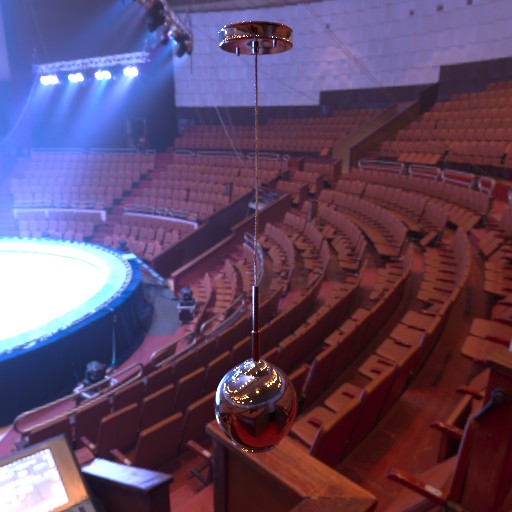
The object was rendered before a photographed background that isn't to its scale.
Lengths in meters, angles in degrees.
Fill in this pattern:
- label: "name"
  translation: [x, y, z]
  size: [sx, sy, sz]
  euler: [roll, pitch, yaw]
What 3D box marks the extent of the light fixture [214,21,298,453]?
- label: "light fixture"
  translation: [0.000, 0.000, 1.655]
  size: [0.336, 1.538, 0.336]
  euler: [-13, 18, -43]
